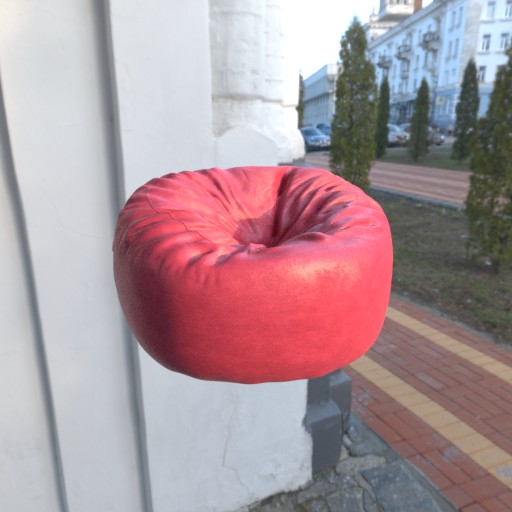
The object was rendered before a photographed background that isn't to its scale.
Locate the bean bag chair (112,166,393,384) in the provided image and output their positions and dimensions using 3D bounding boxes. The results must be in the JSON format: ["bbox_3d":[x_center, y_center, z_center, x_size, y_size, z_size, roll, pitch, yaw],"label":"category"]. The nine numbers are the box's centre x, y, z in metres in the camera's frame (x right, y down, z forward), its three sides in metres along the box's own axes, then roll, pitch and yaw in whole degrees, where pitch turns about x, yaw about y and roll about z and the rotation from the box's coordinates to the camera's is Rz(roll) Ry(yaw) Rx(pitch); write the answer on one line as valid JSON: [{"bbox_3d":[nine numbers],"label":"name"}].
[{"bbox_3d":[0.000,0.000,2.414,1.524,0.878,1.524,-2,17,-7],"label":"bean bag chair"}]
